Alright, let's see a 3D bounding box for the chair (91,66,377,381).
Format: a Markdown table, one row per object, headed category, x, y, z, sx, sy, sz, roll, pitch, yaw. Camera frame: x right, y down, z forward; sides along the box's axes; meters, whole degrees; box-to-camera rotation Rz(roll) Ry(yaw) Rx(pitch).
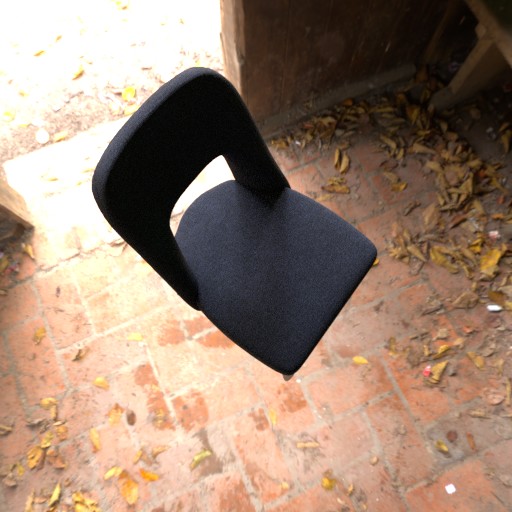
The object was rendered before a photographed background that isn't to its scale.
| category | x | y | z | sx | sy | sz | roll | pitch | yaw |
| --- | --- | --- | --- | --- | --- | --- | --- | --- | --- |
| chair | 0.000 | 0.000 | 1.286 | 0.612 | 0.931 | 0.470 | 36 | 78 | 9 |
